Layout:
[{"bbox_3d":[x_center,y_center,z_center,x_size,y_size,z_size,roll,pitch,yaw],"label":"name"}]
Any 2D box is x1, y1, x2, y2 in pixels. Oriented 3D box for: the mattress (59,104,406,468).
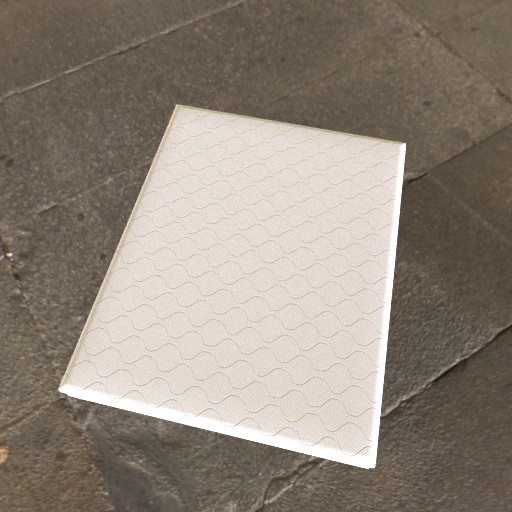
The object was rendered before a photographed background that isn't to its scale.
[{"bbox_3d":[0.000,0.000,2.662,1.600,0.200,2.000,11,64,6],"label":"mattress"}]
